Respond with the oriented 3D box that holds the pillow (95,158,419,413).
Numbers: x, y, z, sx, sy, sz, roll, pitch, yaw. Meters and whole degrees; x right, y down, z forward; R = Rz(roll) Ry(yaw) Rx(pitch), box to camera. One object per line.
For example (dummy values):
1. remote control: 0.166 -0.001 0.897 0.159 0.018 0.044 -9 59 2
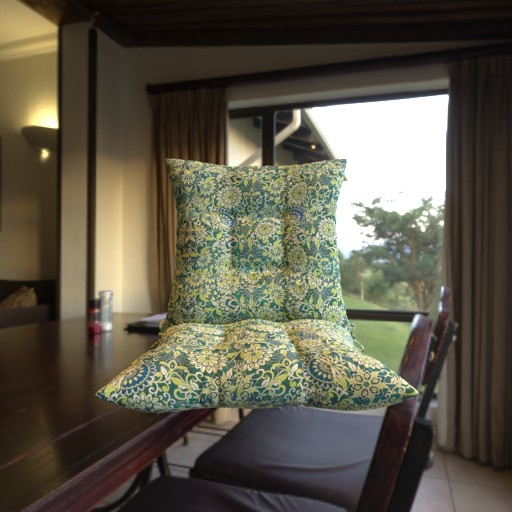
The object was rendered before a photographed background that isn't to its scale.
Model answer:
1. pillow: 0.000 0.000 0.973 0.541 0.536 0.585 0 0 0
